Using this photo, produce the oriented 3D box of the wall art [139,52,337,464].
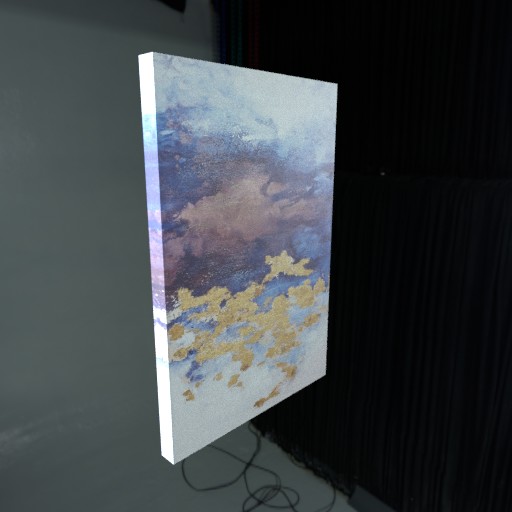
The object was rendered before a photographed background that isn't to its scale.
[{"bbox_3d":[0.000,0.000,1.127,0.048,0.874,0.583,13,19,43],"label":"wall art"}]
